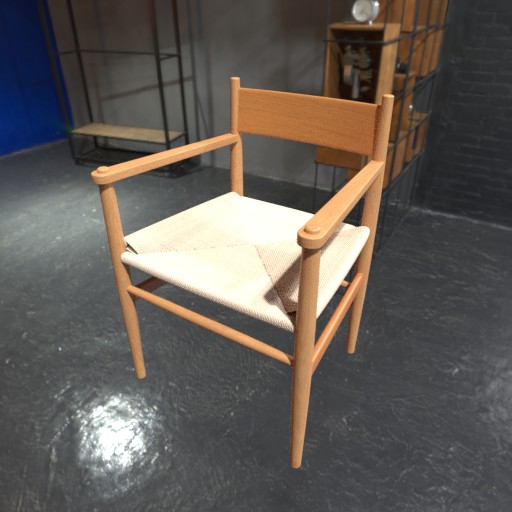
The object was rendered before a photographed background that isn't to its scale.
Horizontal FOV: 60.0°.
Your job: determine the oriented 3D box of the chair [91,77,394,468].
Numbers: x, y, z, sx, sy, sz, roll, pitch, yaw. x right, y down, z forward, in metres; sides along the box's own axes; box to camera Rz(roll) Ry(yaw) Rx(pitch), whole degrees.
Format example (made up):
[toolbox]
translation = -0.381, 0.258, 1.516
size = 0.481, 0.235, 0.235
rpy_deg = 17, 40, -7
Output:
[chair]
translation = 0.000, 0.000, 1.134
size = 0.556, 0.762, 0.495
rpy_deg = 19, 36, 28
